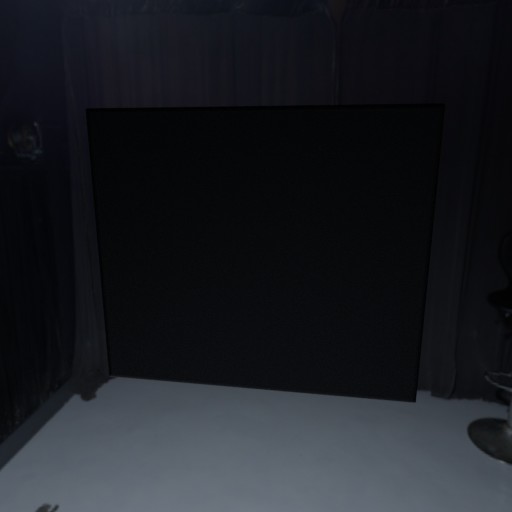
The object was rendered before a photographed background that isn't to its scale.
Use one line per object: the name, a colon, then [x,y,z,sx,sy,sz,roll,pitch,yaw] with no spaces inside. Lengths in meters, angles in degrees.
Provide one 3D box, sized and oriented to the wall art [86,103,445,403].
wall art: [0.000,0.000,0.517,0.380,0.330,0.028,2,14,9]
